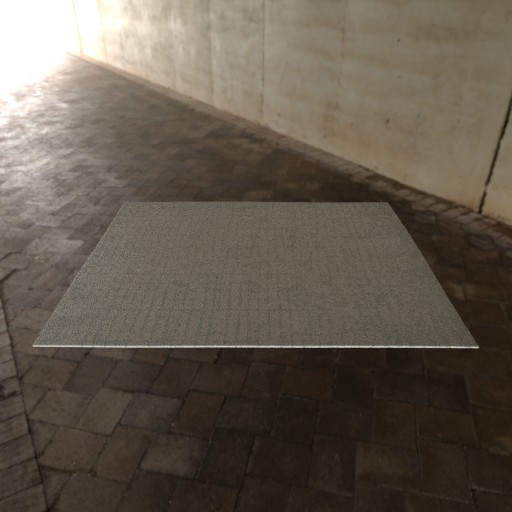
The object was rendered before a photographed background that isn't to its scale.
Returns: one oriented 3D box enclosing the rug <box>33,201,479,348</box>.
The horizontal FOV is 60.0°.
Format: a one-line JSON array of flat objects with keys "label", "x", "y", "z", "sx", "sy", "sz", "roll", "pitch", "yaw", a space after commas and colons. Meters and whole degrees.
[{"label": "rug", "x": 0.000, "y": 0.000, "z": 4.073, "sx": 3.061, "sy": 0.014, "sz": 2.447, "roll": 0, "pitch": 31, "yaw": 0}]
